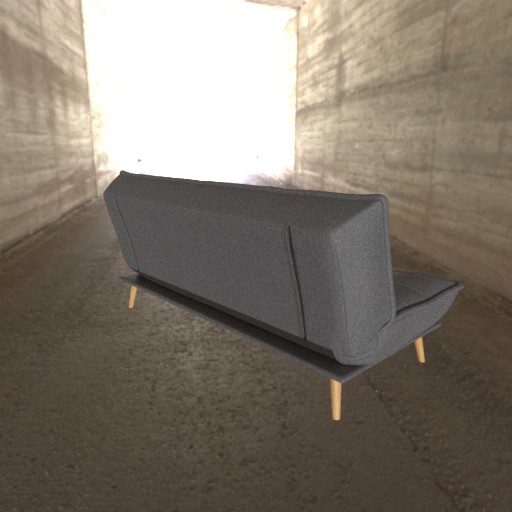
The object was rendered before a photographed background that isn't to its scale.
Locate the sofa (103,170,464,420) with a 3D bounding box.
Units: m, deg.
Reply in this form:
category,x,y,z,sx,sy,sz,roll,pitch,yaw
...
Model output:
category,x,y,z,sx,sy,sz,roll,pitch,yaw
sofa,0.000,0.000,2.483,0.950,0.890,1.940,-13,19,-41
